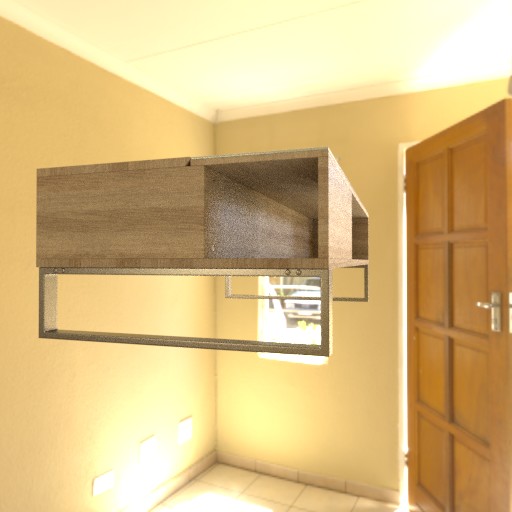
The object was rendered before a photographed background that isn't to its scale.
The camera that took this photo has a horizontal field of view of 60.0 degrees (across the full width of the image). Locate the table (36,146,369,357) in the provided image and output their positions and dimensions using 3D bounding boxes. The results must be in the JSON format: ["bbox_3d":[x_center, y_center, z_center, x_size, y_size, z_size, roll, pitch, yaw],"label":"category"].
[{"bbox_3d":[0.000,0.000,1.345,0.600,0.350,1.100,0,-1,18],"label":"table"}]
